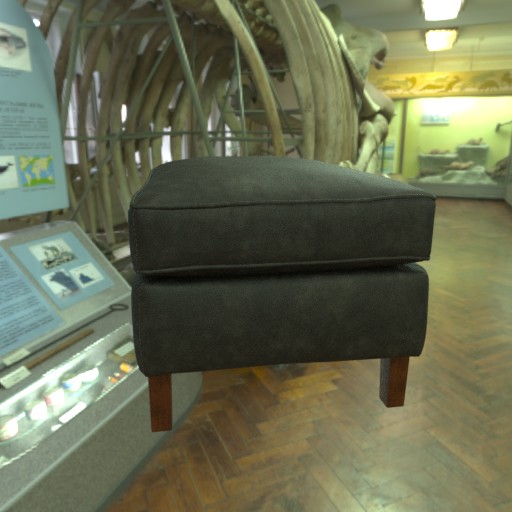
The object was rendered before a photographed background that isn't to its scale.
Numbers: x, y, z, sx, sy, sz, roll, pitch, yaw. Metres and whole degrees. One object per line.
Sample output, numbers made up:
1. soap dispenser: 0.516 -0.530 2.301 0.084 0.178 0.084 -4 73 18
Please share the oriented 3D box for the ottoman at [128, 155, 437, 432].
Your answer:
1. ottoman: 0.000 0.000 0.982 0.501 0.413 0.665 -3 16 -9
